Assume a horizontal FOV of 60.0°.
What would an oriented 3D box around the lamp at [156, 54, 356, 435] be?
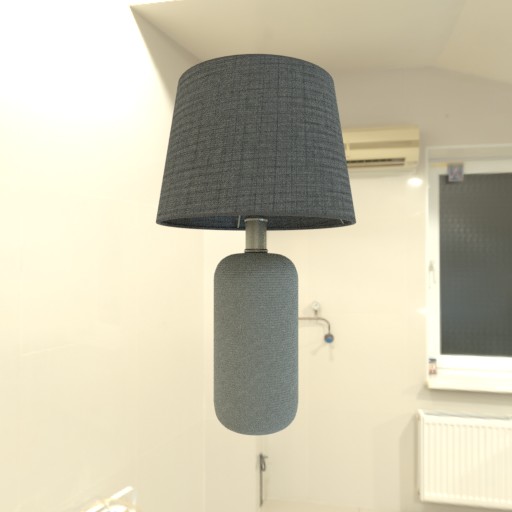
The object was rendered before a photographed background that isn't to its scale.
[{"bbox_3d":[0.000,0.000,0.569,0.251,0.429,0.251,0,0,0],"label":"lamp"}]
